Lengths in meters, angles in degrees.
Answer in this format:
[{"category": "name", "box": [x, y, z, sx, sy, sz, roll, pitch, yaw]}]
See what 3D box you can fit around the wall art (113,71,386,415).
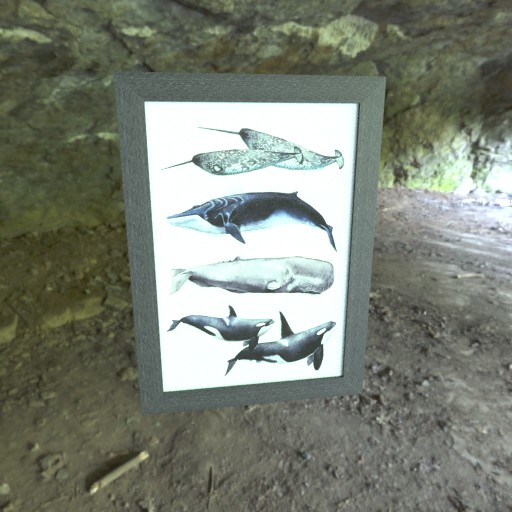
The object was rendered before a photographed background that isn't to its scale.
[{"category": "wall art", "box": [0.000, 0.000, 1.463, 0.810, 1.116, 0.016, -3, 16, -9]}]
